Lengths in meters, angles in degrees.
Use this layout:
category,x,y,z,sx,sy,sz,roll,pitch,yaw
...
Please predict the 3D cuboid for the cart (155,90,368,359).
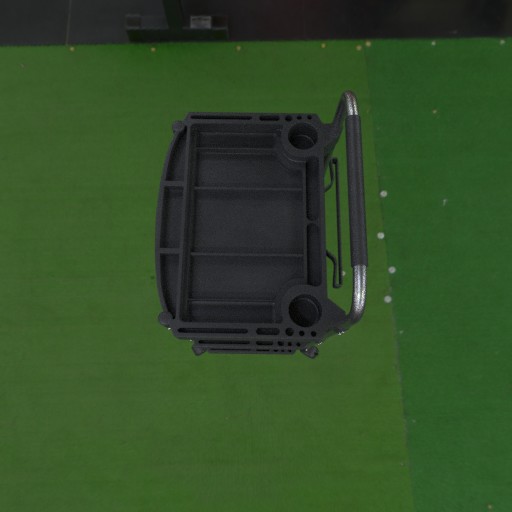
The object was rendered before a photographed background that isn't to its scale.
category,x,y,z,sx,sy,sz,roll,pitch,yaw
cart,0.000,0.000,1.379,0.518,1.075,0.584,1,75,0
